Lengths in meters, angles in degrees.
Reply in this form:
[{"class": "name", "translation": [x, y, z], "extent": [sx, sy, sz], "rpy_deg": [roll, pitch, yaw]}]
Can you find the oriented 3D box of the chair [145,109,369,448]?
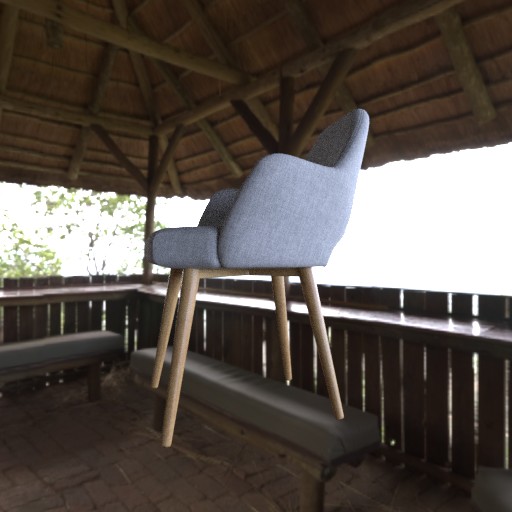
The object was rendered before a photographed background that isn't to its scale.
[{"class": "chair", "translation": [0.000, 0.000, 1.266], "extent": [0.610, 0.840, 0.590], "rpy_deg": [0, 0, -16]}]
